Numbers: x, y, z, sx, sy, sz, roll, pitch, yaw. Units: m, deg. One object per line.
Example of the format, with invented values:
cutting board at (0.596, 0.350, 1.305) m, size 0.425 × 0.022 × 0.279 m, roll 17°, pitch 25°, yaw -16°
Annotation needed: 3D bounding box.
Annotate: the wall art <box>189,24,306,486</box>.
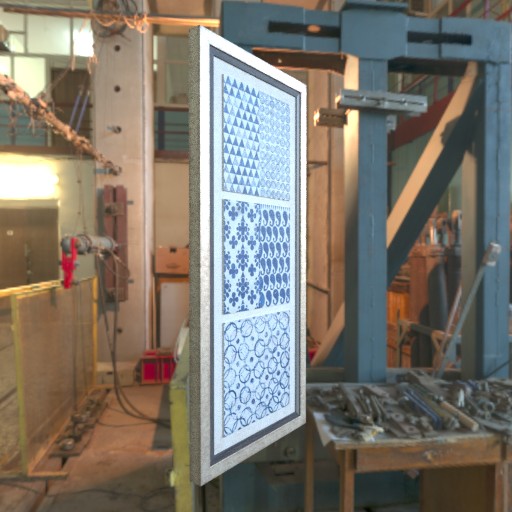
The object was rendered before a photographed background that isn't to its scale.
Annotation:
wall art at (0.000, 0.000, 1.673) m, size 0.051 × 1.461 × 0.648 m, roll 1°, pitch 1°, yaw 37°
